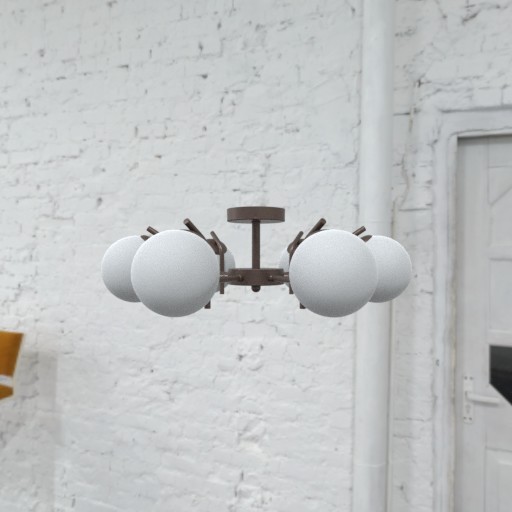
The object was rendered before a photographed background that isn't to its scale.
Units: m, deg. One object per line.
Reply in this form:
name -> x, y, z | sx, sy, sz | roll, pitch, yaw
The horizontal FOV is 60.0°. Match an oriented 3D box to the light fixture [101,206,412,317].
light fixture -> 0.000, 0.000, 0.957 | 0.662, 0.201, 0.662 | 0, 0, 0
